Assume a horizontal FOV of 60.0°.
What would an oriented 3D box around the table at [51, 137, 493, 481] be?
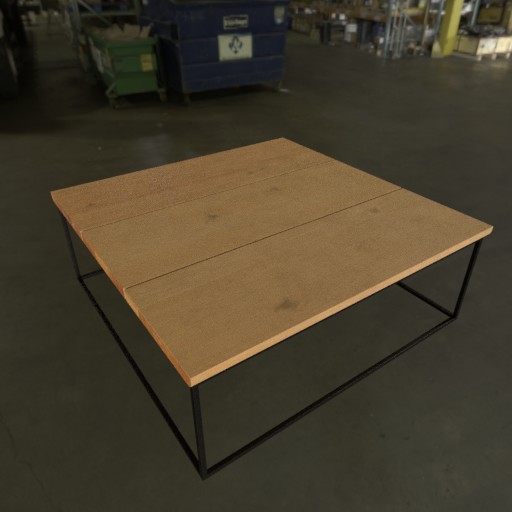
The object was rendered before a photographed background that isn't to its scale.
[{"bbox_3d":[0.000,0.000,1.651,1.100,0.400,1.100,-21,38,-29],"label":"table"}]
